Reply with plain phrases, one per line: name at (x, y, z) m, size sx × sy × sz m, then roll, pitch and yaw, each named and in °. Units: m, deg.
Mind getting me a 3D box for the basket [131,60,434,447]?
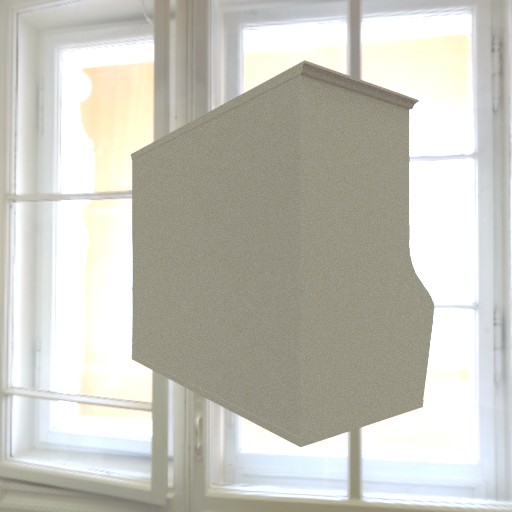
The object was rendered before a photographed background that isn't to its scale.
basket at (0.000, 0.000, 1.142) m, size 0.376 × 0.625 × 0.792 m, roll 0°, pitch 0°, yaw -36°
